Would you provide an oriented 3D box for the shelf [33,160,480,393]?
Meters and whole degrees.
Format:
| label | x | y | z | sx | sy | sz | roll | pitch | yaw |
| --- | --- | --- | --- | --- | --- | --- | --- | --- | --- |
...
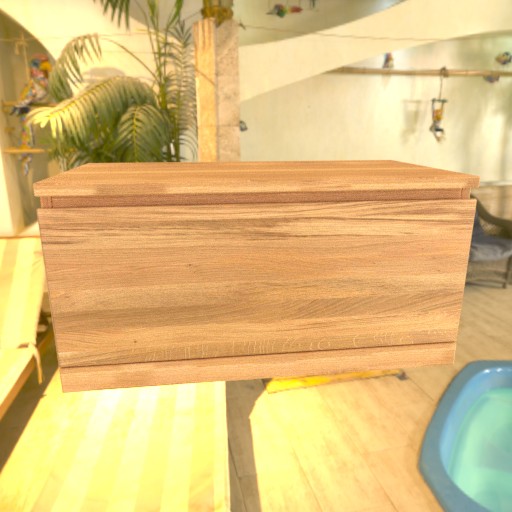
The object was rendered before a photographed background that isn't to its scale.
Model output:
| label | x | y | z | sx | sy | sz | roll | pitch | yaw |
| --- | --- | --- | --- | --- | --- | --- | --- | --- | --- |
| shelf | 0.000 | 0.000 | 1.030 | 0.800 | 0.400 | 0.400 | -2 | 17 | -7 |
